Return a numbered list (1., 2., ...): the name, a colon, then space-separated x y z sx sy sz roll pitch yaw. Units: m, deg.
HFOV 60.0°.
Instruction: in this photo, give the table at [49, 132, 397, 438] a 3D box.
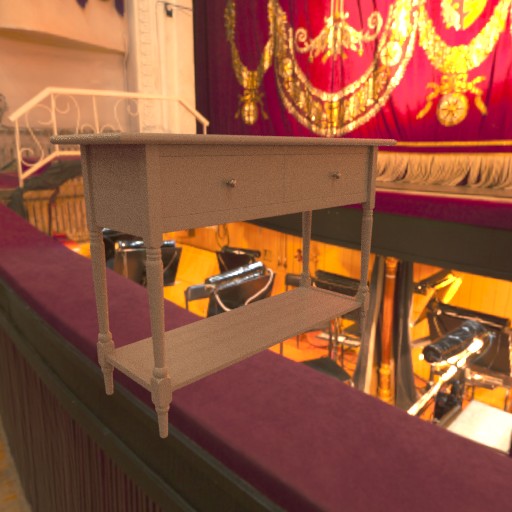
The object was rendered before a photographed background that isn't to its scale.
1. table: 0.000 0.000 1.570 0.384 0.808 1.197 13 19 43
